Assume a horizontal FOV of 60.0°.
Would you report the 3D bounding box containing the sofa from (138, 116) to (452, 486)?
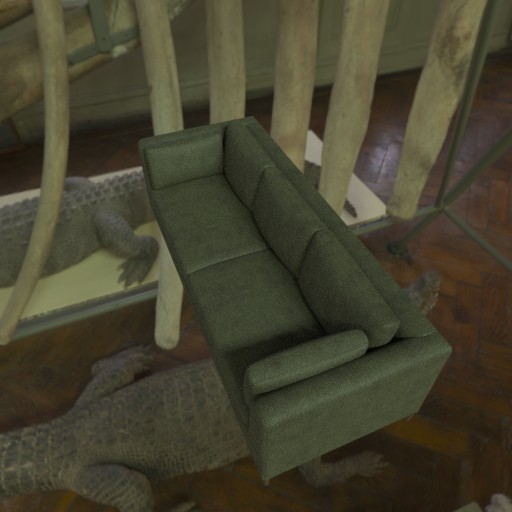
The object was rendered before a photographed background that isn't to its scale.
[{"bbox_3d":[0.000,0.000,2.920,0.969,0.867,2.415,-17,47,-16],"label":"sofa"}]
